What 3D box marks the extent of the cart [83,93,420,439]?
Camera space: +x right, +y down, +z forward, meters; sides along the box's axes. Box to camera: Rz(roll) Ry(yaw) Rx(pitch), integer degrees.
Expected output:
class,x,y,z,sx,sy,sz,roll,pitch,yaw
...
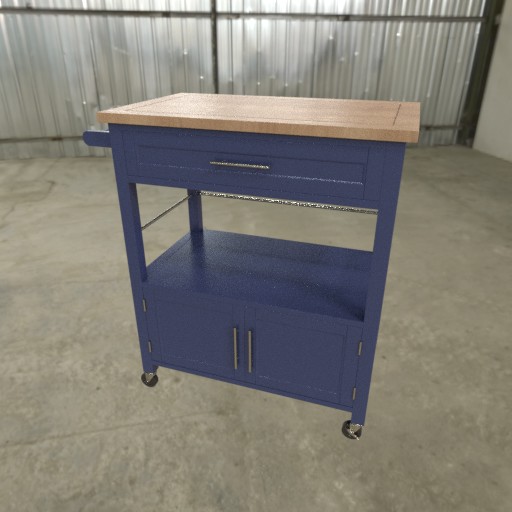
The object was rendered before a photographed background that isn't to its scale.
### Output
class,x,y,z,sx,sy,sz,roll,pitch,yaw
cart,0.000,0.000,1.396,0.840,0.901,0.459,9,28,17
